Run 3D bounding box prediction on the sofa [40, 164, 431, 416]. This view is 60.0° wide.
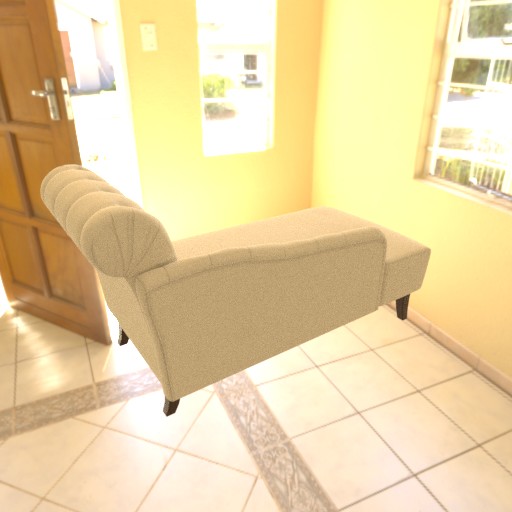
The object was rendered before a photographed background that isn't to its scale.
[{"bbox_3d":[0.000,0.000,1.774,1.379,0.787,0.675,-16,30,-31],"label":"sofa"}]
